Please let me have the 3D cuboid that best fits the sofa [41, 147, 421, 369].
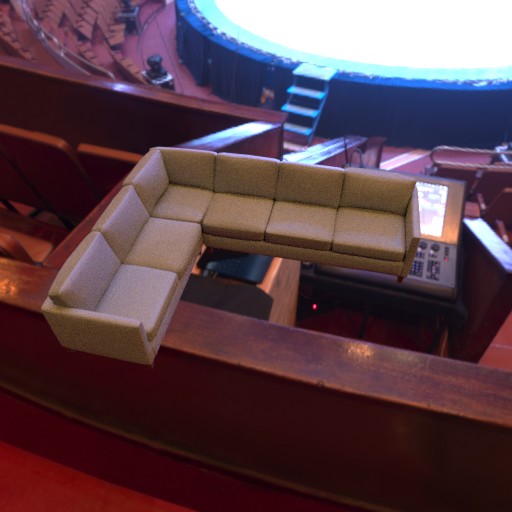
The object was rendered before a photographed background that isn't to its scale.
[{"bbox_3d":[0.000,0.000,4.616,3.301,0.947,2.592,9,46,8],"label":"sofa"}]
